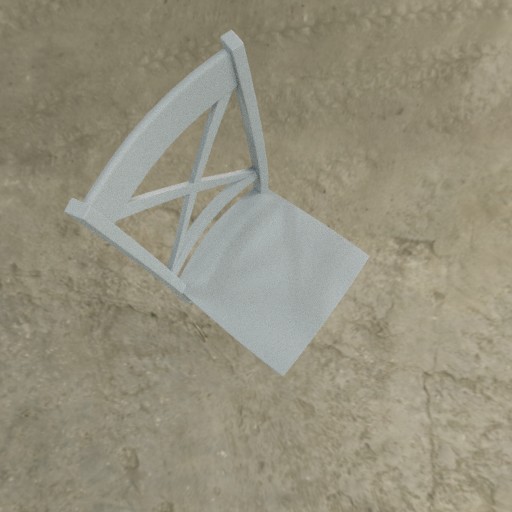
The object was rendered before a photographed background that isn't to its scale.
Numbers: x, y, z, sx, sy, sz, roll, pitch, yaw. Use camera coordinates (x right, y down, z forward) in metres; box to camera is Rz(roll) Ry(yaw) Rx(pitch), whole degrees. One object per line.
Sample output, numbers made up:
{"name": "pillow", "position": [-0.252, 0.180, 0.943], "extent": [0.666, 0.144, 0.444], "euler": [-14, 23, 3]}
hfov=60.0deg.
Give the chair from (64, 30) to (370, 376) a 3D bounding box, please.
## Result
{"name": "chair", "position": [0.000, 0.000, 1.278], "extent": [0.542, 0.983, 0.485], "euler": [36, 78, 9]}
